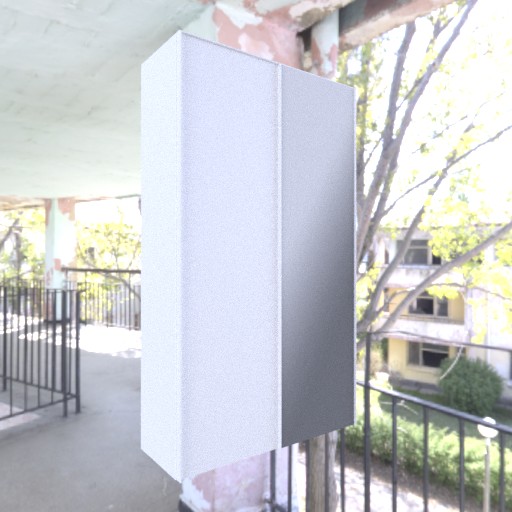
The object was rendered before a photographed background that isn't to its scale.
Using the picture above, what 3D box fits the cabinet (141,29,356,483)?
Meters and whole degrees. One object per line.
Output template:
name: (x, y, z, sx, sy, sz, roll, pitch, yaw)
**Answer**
cabinet: (0.000, 0.000, 2.663, 1.250, 2.160, 0.480, 0, 0, -36)
